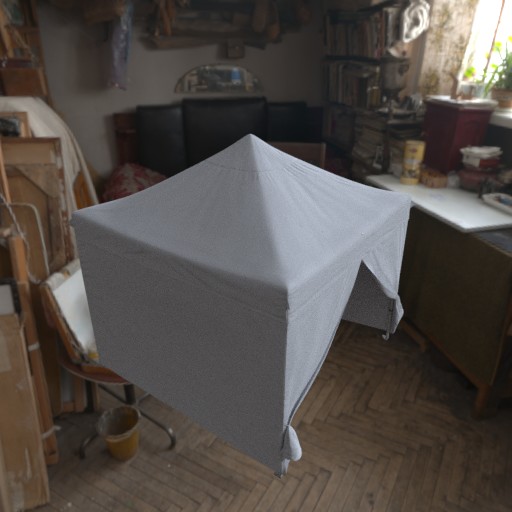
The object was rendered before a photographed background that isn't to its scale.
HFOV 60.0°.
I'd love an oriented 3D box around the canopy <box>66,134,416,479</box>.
[{"bbox_3d":[0.000,0.000,5.558,3.121,2.997,3.043,18,31,32],"label":"canopy"}]
